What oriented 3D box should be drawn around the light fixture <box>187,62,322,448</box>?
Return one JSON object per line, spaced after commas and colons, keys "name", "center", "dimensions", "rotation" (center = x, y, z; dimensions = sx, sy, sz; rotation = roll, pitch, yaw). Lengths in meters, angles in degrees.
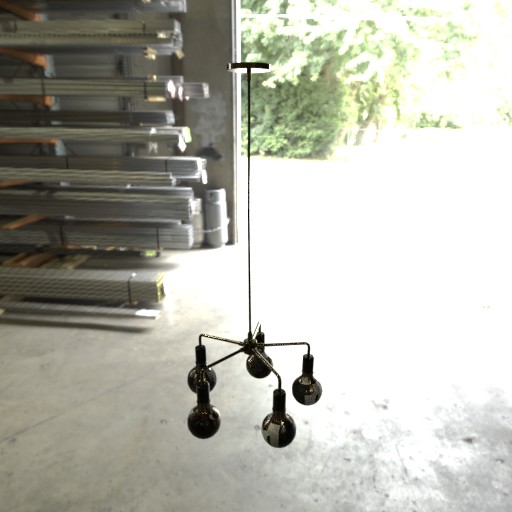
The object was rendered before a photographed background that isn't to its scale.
{"name": "light fixture", "center": [0.000, 0.000, 1.241], "dimensions": [0.421, 0.988, 0.438], "rotation": [-2, 17, -8]}
